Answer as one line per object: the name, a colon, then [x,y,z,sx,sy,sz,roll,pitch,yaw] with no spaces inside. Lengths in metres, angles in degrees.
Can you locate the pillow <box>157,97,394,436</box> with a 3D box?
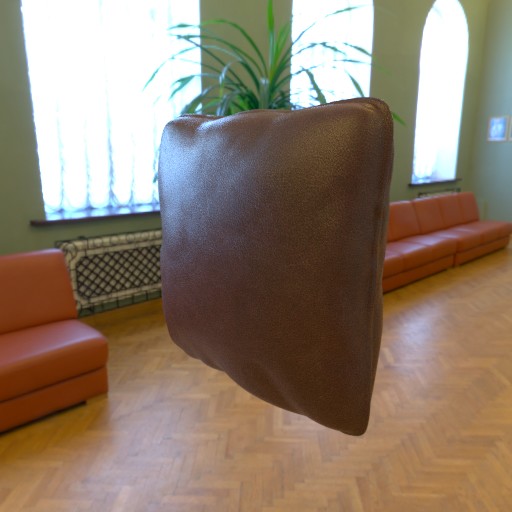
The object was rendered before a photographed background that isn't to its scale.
pillow: [0.000,0.000,0.822,0.236,0.523,0.532,-12,18,-42]
